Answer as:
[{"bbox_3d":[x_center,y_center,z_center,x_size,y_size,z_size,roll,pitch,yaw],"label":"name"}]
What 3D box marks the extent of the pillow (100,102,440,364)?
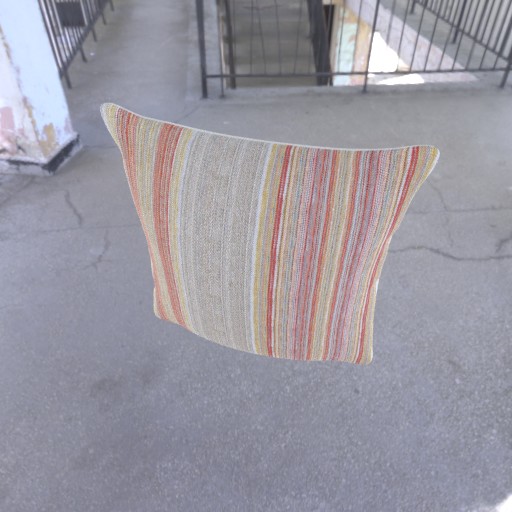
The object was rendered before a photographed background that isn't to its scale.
[{"bbox_3d":[0.000,0.000,0.710,0.451,0.449,0.191,11,43,12],"label":"pillow"}]
